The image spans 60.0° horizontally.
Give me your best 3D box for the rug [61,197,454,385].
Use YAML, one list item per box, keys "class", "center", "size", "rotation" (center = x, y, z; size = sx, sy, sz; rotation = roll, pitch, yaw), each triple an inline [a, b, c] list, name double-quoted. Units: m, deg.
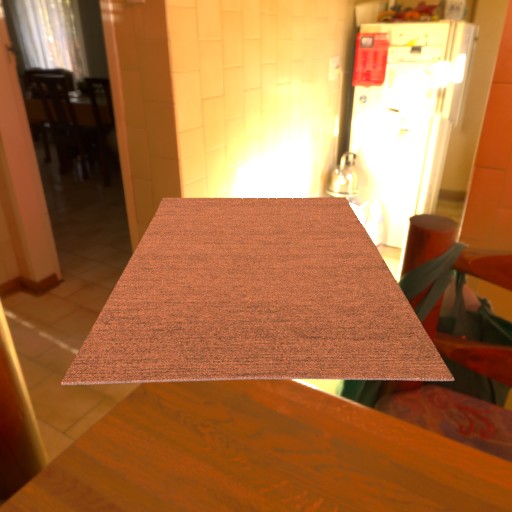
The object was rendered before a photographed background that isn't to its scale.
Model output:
- class: "rug"
  center: [0.000, 0.000, 2.854]
  size: [1.616, 0.030, 2.338]
  rotation: [0, 26, 0]
